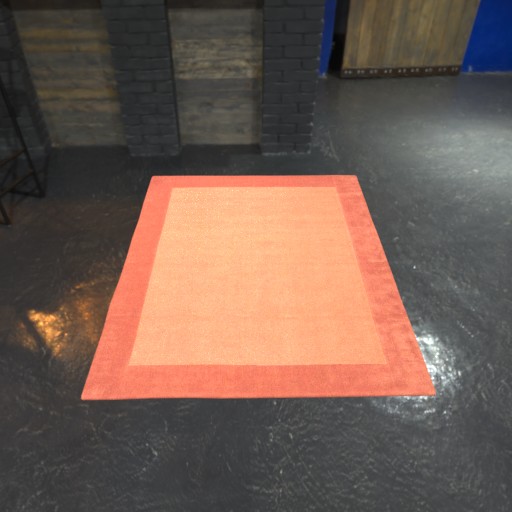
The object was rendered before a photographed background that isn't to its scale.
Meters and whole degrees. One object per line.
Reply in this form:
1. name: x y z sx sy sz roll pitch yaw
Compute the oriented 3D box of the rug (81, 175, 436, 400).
1. rug: 0.000 0.000 4.136 2.430 0.018 2.976 -1 40 -1
